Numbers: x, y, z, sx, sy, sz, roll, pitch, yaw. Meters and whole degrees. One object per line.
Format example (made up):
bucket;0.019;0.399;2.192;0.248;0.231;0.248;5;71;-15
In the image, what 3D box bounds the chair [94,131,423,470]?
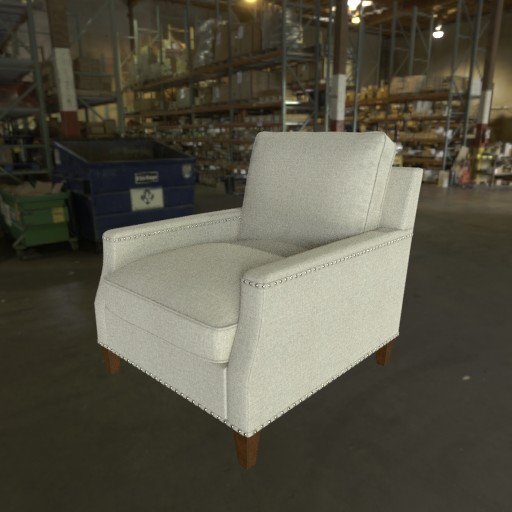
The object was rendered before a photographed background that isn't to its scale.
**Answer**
chair;0.000;0.000;1.732;0.853;0.943;1.014;14;21;42
